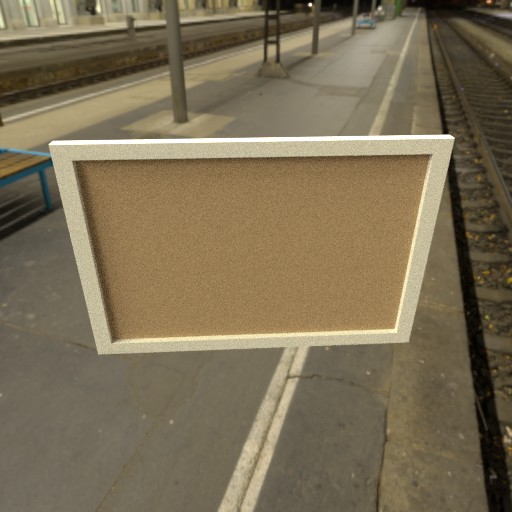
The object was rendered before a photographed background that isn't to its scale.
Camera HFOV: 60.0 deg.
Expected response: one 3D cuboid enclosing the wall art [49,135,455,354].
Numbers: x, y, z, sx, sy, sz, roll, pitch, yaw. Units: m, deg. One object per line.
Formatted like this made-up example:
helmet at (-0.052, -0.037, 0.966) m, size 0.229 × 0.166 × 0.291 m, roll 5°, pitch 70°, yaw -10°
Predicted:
wall art at (0.000, 0.000, 1.454) m, size 1.144 × 0.767 × 0.038 m, roll -2°, pitch 30°, yaw -3°
